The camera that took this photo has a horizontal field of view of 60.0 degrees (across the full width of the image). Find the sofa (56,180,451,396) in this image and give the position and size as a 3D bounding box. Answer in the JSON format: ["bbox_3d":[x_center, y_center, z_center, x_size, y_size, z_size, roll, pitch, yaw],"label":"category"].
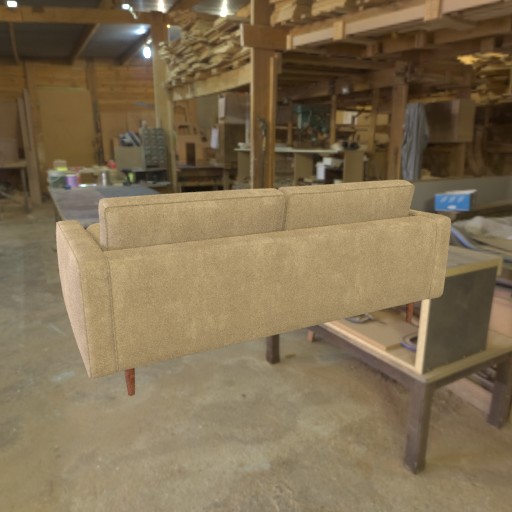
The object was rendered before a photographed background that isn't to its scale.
[{"bbox_3d":[0.000,0.000,2.331,1.883,0.769,0.920,-8,17,-27],"label":"sofa"}]
